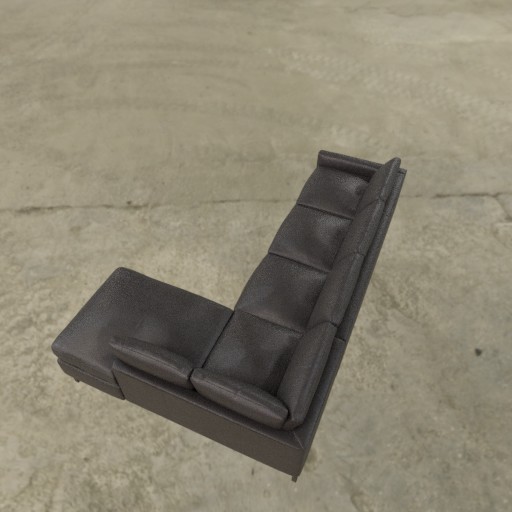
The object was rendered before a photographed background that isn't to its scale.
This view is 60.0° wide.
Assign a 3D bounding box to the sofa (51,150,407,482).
[{"bbox_3d":[0.000,0.000,3.863,1.938,0.877,2.984,18,50,16],"label":"sofa"}]
